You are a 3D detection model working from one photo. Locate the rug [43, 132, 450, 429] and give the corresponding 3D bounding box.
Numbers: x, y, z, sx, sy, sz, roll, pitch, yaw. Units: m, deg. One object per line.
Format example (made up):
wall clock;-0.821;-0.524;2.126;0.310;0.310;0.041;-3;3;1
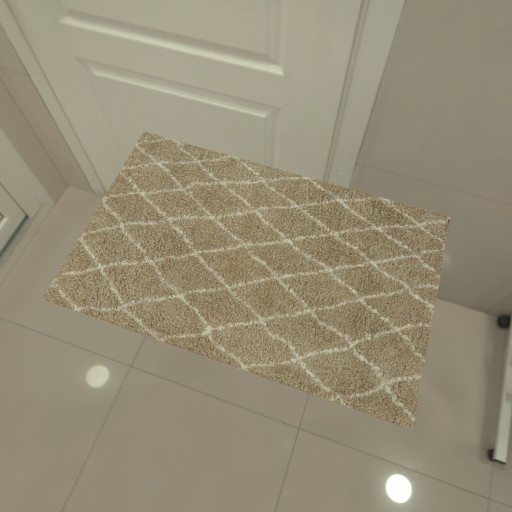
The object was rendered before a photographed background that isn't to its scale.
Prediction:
rug;0.000;0.000;3.050;2.438;0.030;1.524;17;64;9
